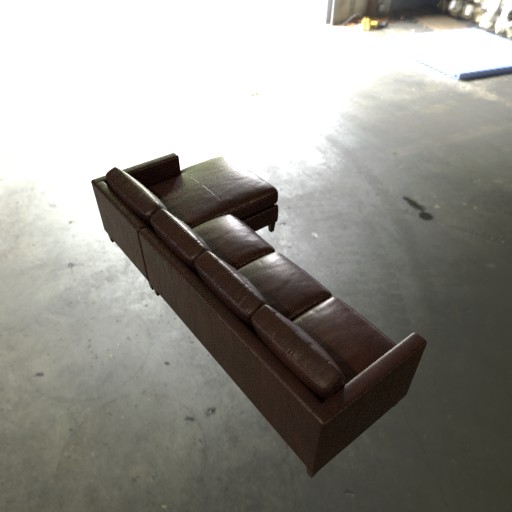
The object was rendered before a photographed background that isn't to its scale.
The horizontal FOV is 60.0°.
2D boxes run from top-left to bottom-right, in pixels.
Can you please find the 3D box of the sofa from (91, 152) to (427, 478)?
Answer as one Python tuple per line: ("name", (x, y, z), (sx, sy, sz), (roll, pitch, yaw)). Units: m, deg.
("sofa", (0.000, 0.000, 3.889), (1.581, 0.883, 3.203), (-27, 48, -28))
